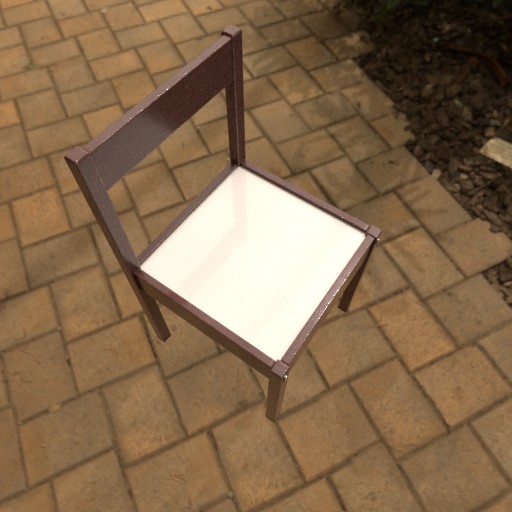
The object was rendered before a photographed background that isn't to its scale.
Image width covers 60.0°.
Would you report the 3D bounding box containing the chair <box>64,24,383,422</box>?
[{"bbox_3d":[0.000,0.000,0.684,0.285,0.505,0.285,31,64,17],"label":"chair"}]
